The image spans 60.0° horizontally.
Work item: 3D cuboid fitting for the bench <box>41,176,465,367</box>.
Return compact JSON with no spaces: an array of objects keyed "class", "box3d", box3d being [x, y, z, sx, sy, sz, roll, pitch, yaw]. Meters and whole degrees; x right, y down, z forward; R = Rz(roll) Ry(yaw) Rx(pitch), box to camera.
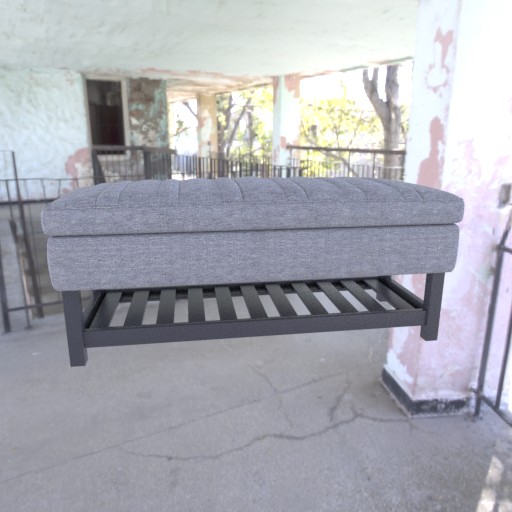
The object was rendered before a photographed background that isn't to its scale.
[{"class":"bench","box3d":[0.000,0.000,1.351,1.100,0.470,0.429,-2,15,-8]}]
